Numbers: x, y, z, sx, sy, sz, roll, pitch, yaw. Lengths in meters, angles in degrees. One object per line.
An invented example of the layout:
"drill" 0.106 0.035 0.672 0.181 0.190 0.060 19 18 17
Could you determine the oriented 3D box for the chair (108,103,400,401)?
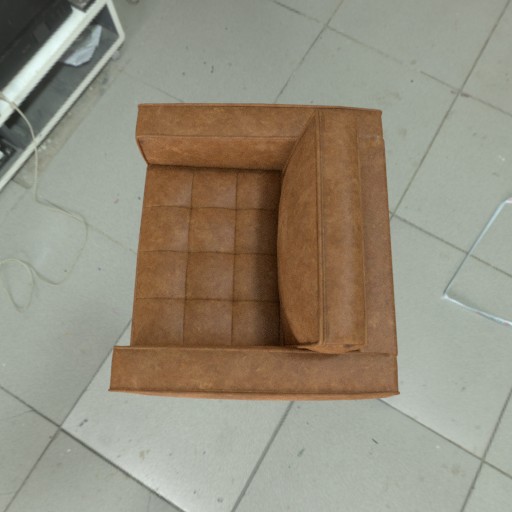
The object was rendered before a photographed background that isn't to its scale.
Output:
"chair" 0.000 0.000 1.487 0.798 0.767 0.928 1 75 0
